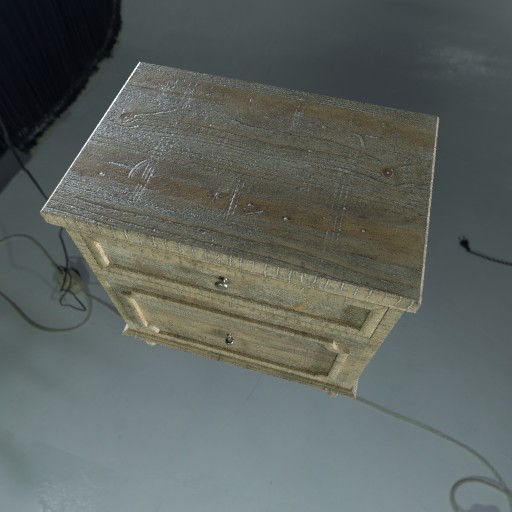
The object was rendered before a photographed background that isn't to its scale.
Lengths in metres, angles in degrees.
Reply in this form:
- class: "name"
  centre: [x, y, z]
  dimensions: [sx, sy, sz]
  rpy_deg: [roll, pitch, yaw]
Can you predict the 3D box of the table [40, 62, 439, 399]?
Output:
- class: "table"
  centre: [0.000, 0.000, 1.165]
  dimensions: [0.686, 0.711, 0.457]
  rpy_deg: [13, 60, 8]
